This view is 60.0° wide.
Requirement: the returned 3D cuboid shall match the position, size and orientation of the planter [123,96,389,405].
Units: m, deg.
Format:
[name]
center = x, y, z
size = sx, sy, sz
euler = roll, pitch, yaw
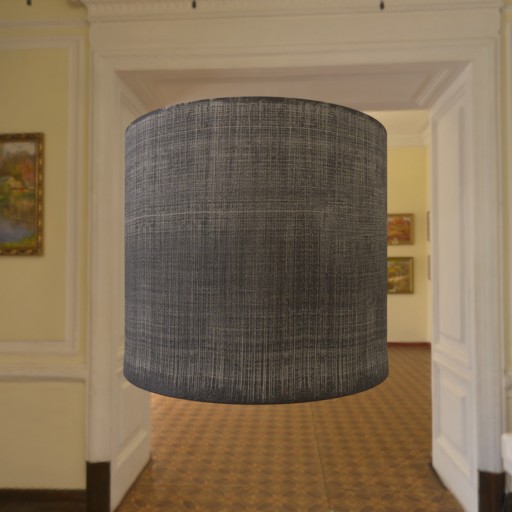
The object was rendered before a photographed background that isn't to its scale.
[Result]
[planter]
center = 0.000, 0.000, 0.311
size = 0.178, 0.157, 0.178
euler = 0, -2, 0
